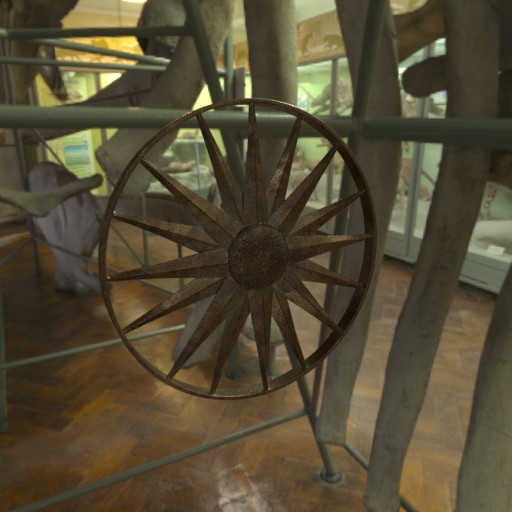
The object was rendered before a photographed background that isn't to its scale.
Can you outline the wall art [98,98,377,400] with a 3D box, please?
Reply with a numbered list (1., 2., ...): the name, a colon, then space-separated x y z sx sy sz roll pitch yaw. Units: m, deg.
1. wall art: 0.000 0.000 0.866 0.582 0.583 0.084 -9 19 -25
